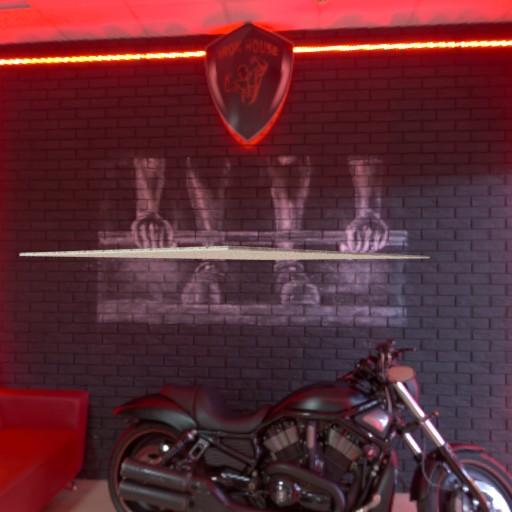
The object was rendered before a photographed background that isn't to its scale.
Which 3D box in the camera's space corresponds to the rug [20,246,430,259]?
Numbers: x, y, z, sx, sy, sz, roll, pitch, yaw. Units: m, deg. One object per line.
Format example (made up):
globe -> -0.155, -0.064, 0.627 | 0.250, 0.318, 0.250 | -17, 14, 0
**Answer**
rug -> 0.000, 0.000, 2.871 | 1.521, 0.015, 2.280 | -1, -1, 38
